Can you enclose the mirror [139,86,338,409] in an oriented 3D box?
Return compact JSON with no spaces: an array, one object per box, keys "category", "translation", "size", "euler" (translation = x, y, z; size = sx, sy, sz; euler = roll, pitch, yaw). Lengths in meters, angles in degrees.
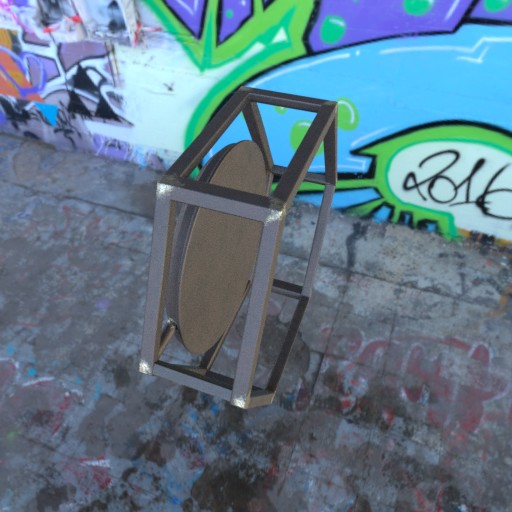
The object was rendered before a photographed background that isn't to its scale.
[{"category":"mirror","translation":[0.000,0.000,0.551],"size":[0.119,0.334,0.380],"euler":[15,47,14]}]
